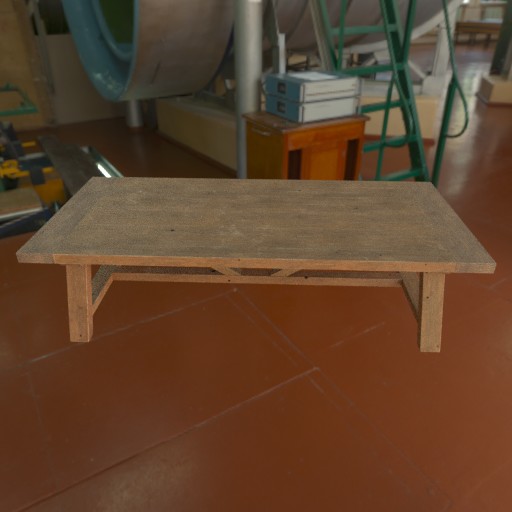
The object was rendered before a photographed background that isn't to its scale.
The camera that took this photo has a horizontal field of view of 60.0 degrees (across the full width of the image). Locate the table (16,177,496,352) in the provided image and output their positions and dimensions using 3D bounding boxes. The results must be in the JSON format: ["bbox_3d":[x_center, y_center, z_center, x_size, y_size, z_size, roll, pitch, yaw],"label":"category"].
[{"bbox_3d":[0.000,0.000,2.127,1.800,0.465,0.820,1,31,2],"label":"table"}]
